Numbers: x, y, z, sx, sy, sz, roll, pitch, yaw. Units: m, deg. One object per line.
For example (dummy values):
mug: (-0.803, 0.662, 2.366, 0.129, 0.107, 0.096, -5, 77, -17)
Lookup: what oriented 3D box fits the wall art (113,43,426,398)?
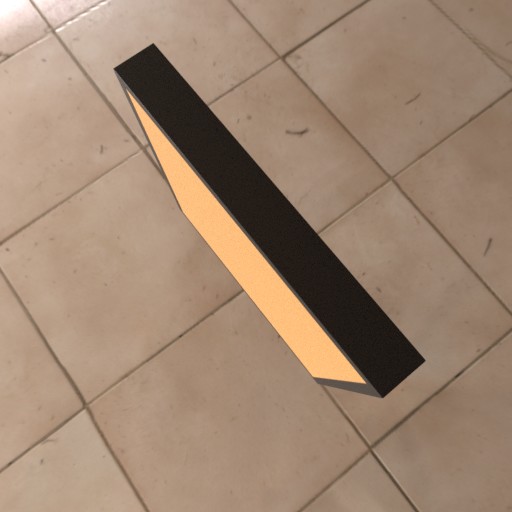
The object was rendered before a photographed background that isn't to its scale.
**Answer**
wall art: (0.000, 0.000, 0.456, 0.038, 0.304, 0.304, -37, 79, -9)
